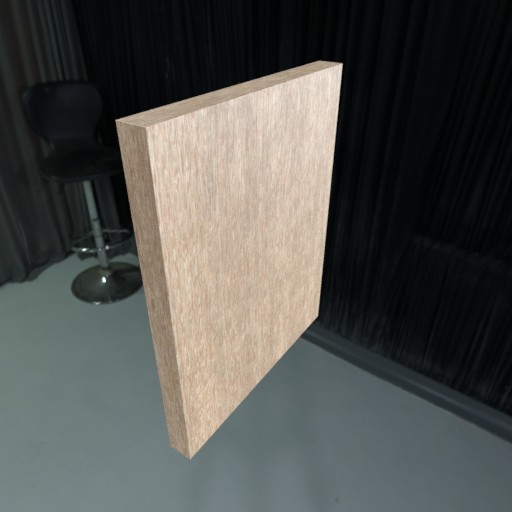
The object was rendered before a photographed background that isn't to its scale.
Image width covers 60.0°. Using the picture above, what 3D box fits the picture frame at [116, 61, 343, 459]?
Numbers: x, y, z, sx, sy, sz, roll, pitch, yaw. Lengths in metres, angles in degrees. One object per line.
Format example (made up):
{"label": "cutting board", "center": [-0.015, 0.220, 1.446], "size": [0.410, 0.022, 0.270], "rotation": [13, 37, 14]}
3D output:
{"label": "picture frame", "center": [0.000, 0.000, 0.716], "size": [0.043, 0.526, 0.424], "rotation": [21, 38, 29]}
